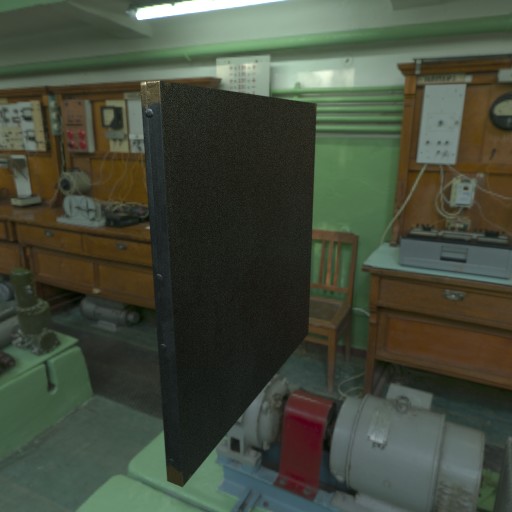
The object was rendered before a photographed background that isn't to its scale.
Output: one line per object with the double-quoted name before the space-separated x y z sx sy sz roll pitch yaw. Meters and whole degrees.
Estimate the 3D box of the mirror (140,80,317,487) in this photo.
"mirror" 0.000 0.000 0.560 0.020 0.381 0.382 8 18 25
